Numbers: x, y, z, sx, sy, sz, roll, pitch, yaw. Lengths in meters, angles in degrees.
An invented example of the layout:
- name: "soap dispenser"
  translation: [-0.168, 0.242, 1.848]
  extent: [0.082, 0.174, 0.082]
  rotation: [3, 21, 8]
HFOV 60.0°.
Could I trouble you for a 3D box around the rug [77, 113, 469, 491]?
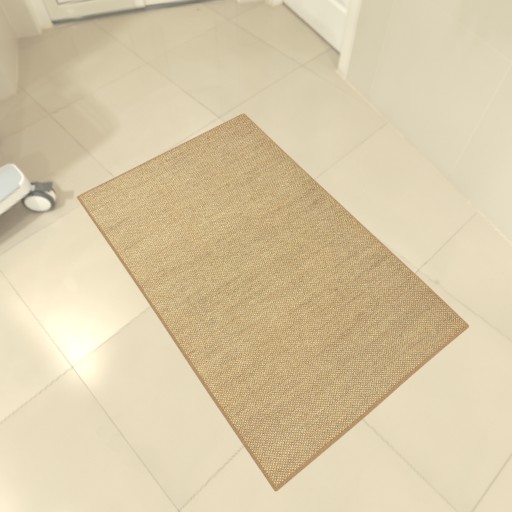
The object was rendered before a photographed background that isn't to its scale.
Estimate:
- name: "rug"
  translation: [0.000, 0.000, 2.086]
  extent: [1.061, 0.012, 1.668]
  rotation: [-32, 64, -18]
